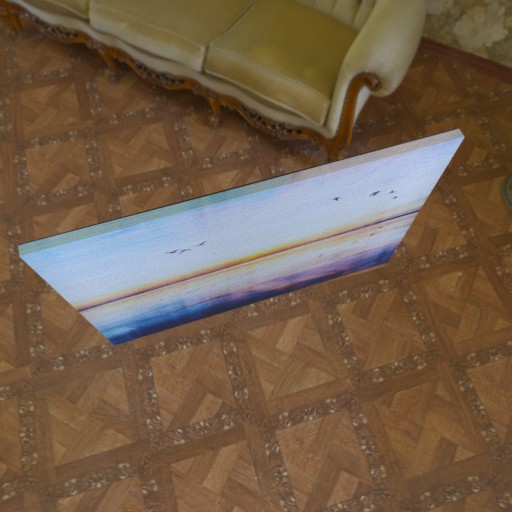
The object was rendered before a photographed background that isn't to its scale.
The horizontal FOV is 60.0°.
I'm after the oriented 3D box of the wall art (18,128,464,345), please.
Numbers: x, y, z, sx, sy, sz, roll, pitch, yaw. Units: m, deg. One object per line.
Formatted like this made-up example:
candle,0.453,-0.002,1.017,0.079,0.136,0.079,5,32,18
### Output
wall art,0.000,0.000,1.426,1.137,0.756,0.034,-16,65,-8
